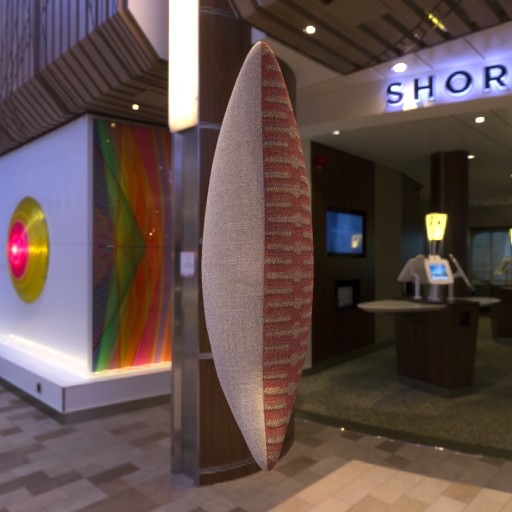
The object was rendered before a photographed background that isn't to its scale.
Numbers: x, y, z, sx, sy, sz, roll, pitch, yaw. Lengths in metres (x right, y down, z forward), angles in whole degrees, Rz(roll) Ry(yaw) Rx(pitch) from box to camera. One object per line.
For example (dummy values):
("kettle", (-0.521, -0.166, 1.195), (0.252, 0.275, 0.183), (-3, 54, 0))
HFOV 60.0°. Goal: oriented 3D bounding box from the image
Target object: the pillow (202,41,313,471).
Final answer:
("pillow", (0.000, 0.000, 0.767), (0.182, 0.503, 0.511), (0, 0, -2))
